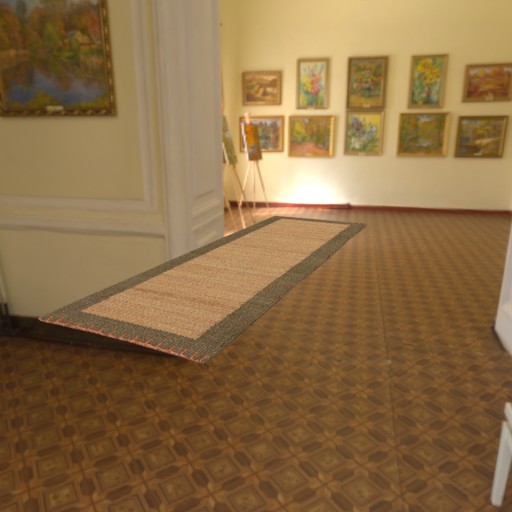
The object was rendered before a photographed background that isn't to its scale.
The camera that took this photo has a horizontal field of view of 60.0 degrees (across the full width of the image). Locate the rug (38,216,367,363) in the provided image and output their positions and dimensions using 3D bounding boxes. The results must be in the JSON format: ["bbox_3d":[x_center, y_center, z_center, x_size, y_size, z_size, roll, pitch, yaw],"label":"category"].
[{"bbox_3d":[0.000,0.000,2.651,0.810,0.016,2.413,8,18,25],"label":"rug"}]
